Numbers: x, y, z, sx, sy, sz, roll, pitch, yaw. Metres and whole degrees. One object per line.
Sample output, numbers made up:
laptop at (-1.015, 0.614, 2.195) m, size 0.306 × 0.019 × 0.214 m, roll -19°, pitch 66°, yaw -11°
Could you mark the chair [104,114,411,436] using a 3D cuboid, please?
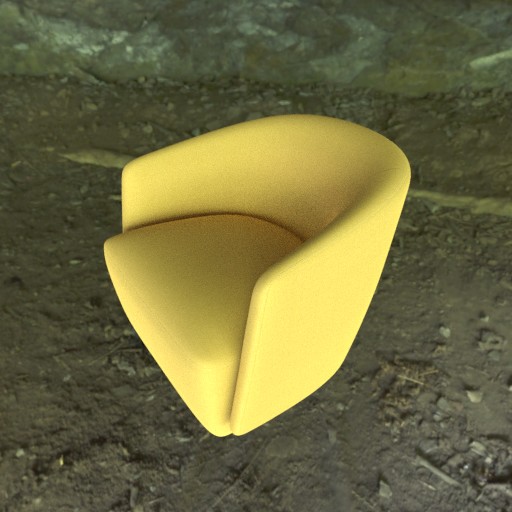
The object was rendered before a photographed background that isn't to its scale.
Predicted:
chair at (0.000, 0.000, 1.347) m, size 0.767 × 0.698 × 0.773 m, roll -20°, pitch 38°, yaw -29°
